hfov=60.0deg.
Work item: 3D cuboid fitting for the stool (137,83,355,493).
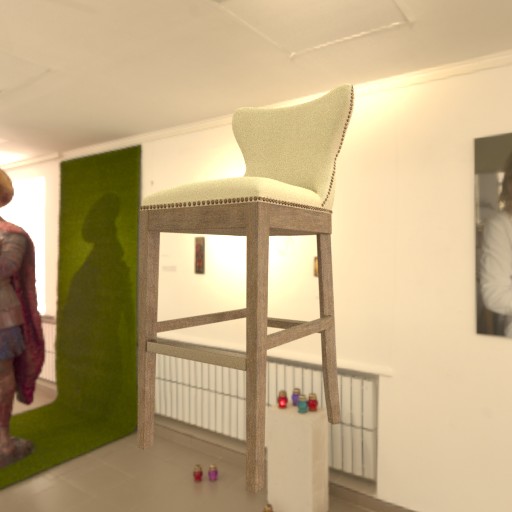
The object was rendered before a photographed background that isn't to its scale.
[{"bbox_3d":[0.000,0.000,1.412,0.494,1.123,0.606,1,1,35],"label":"stool"}]
